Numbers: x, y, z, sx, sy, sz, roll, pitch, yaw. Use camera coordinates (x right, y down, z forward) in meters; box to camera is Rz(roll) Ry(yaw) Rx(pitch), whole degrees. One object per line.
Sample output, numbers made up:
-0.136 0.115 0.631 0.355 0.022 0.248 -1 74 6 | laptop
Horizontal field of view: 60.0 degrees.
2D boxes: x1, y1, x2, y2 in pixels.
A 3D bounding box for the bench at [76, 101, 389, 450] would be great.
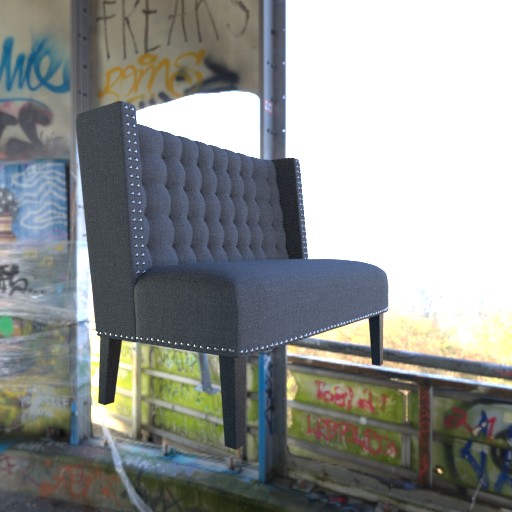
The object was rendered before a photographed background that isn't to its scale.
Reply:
0.000 0.000 2.000 0.842 1.121 1.276 1 1 36 | bench
